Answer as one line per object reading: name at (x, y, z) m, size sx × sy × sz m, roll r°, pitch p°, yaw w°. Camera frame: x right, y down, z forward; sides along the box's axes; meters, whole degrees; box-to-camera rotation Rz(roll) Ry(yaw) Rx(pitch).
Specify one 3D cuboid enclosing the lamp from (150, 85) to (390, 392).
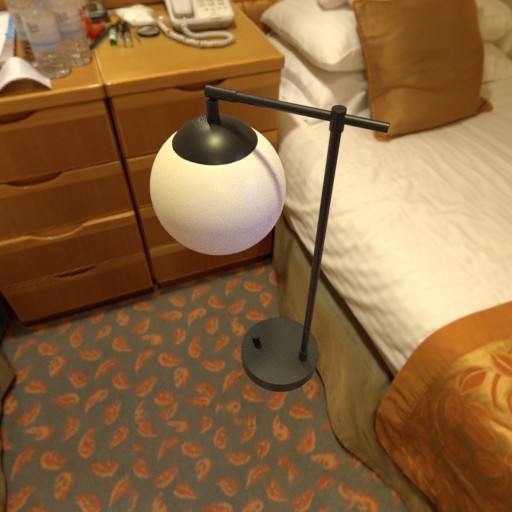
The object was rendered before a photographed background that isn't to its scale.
lamp at (0.000, 0.000, 0.722) m, size 0.316 × 0.559 × 0.197 m, roll 17°, pitch 49°, yaw 16°
